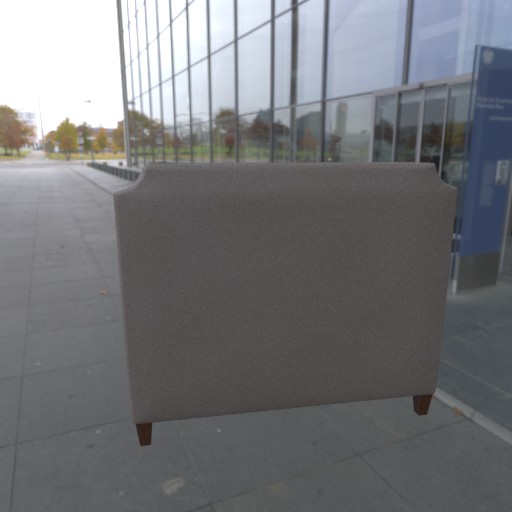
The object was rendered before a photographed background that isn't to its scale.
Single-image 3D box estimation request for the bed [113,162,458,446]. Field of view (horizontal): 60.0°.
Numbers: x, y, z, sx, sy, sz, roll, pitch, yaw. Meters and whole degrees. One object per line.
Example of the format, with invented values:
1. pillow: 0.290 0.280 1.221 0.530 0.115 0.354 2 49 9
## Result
1. bed: 0.000 0.000 3.362 1.712 1.443 2.372 -2 14 -10
